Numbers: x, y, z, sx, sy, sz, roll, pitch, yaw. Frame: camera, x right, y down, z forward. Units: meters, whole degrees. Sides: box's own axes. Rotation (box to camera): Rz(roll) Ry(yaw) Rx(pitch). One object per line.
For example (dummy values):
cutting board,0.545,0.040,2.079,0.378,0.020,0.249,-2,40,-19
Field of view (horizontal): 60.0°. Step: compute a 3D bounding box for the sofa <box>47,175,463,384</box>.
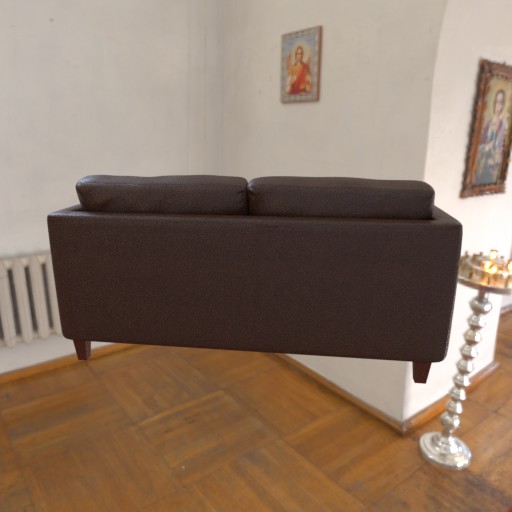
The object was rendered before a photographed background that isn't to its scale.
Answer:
sofa,0.000,0.000,2.461,1.883,0.933,0.951,2,16,7
